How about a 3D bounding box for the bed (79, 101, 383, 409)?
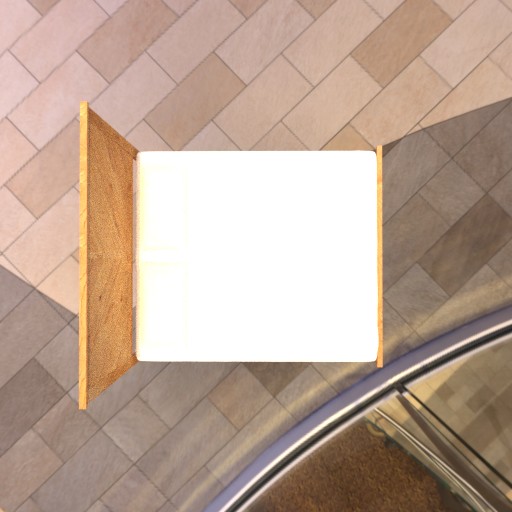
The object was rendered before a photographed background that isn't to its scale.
[{"bbox_3d":[0.000,0.000,4.160,2.530,1.938,2.225,0,90,1],"label":"bed"}]
